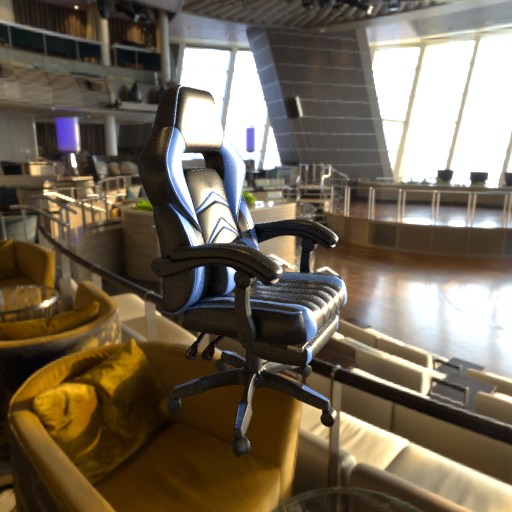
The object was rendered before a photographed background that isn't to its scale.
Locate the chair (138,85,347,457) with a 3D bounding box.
[{"bbox_3d":[0.000,0.000,1.736,0.700,1.280,0.700,7,15,26],"label":"chair"}]
